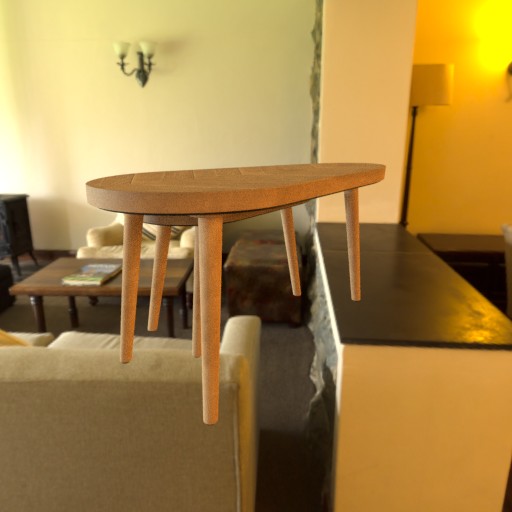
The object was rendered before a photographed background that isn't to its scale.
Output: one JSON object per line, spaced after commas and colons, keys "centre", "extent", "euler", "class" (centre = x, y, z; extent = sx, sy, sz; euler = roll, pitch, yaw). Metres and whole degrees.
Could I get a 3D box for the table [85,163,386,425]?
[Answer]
{"centre": [0.000, 0.000, 1.569], "extent": [1.190, 0.595, 0.701], "euler": [-15, 22, -42], "class": "table"}
